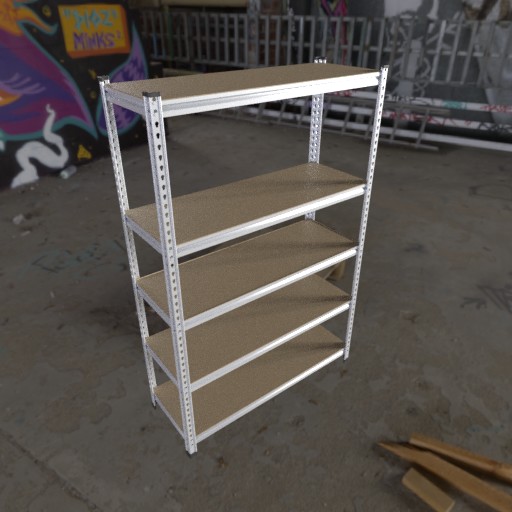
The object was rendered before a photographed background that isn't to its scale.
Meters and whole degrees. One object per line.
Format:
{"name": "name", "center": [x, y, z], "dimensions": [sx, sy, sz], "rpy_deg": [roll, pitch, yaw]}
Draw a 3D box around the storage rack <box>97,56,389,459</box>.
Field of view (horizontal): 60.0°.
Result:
{"name": "storage rack", "center": [0.000, 0.000, 2.348], "dimensions": [1.219, 1.829, 0.457], "rpy_deg": [-21, 36, -32]}
